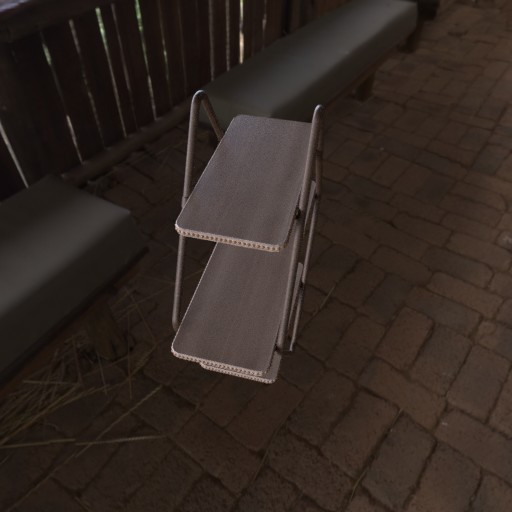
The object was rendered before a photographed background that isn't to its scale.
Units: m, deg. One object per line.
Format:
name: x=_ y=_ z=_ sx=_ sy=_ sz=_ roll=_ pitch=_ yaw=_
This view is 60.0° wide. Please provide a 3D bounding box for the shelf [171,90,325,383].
shelf: x=0.000 y=0.000 z=1.048 sx=0.234 sy=0.774 sz=0.609 roll=10 pitch=48 yaw=10
